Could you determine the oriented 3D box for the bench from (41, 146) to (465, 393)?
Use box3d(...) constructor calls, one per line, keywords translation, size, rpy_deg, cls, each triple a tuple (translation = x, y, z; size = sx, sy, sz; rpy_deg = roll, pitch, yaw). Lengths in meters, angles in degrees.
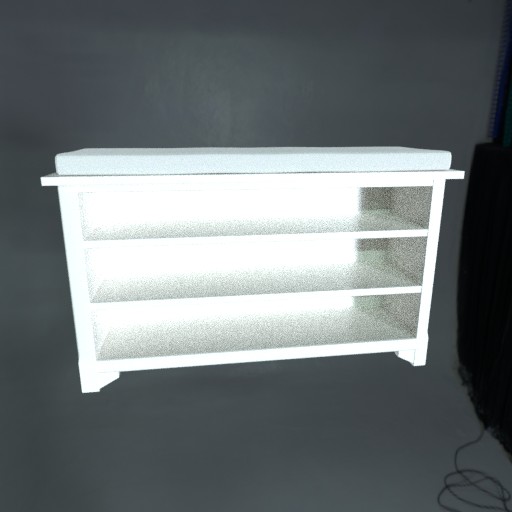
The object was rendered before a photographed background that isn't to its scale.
box3d(translation=(0.000, 0.000, 1.254), size=(0.987, 0.589, 0.346), rpy_deg=(-2, 16, -8), cls="bench")
